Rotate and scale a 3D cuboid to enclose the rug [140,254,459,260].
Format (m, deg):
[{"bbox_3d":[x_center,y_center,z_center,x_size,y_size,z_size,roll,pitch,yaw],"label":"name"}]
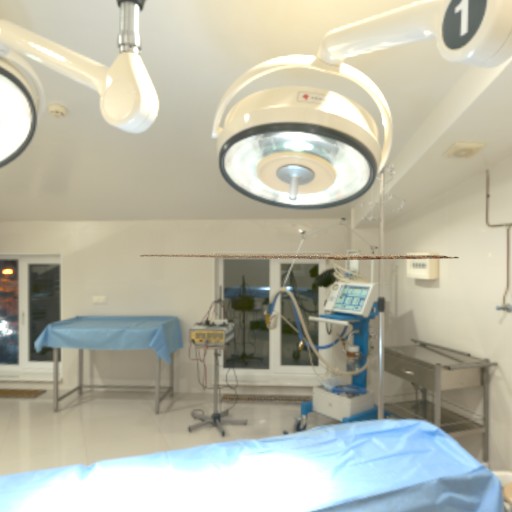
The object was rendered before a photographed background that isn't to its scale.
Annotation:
[{"bbox_3d":[0.000,0.000,2.768,1.324,0.018,2.378,0,0,-17],"label":"rug"}]
